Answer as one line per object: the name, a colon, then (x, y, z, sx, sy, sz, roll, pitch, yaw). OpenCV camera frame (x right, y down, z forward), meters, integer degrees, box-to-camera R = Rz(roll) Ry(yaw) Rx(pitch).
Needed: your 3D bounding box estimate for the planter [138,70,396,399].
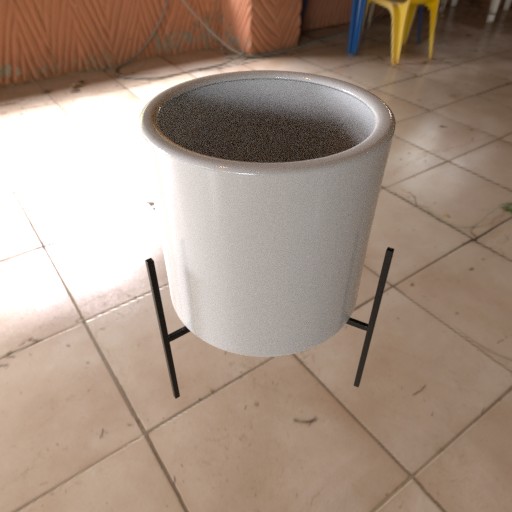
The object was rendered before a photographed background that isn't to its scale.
planter: (0.000, 0.000, 0.720, 0.361, 0.480, 0.360, -25, 46, -27)
